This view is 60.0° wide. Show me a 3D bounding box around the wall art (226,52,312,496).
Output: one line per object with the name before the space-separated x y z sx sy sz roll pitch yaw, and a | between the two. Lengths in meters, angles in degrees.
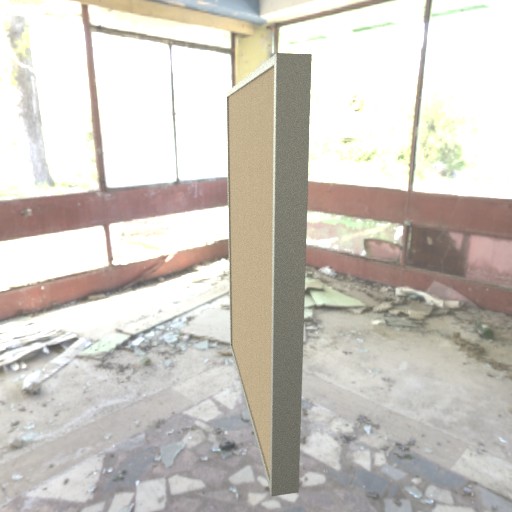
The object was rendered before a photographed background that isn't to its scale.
wall art | 0.000 0.000 0.741 0.039 0.553 0.445 -3 16 -10
